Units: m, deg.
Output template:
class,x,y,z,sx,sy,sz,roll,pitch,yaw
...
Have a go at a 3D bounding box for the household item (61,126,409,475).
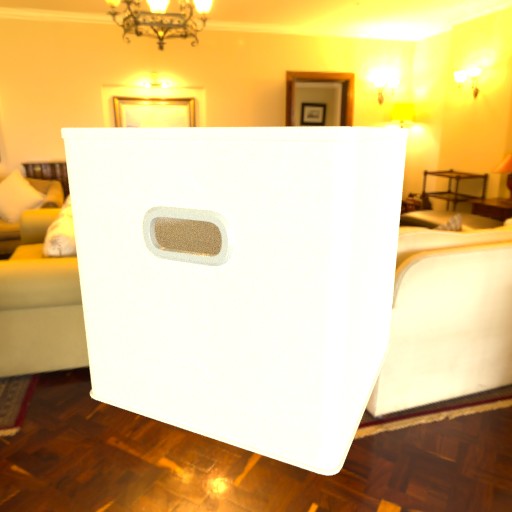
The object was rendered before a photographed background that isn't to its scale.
class,x,y,z,sx,sy,sz,roll,pitch,yaw
household item,0.000,0.000,0.550,0.305,0.305,0.305,7,17,24
